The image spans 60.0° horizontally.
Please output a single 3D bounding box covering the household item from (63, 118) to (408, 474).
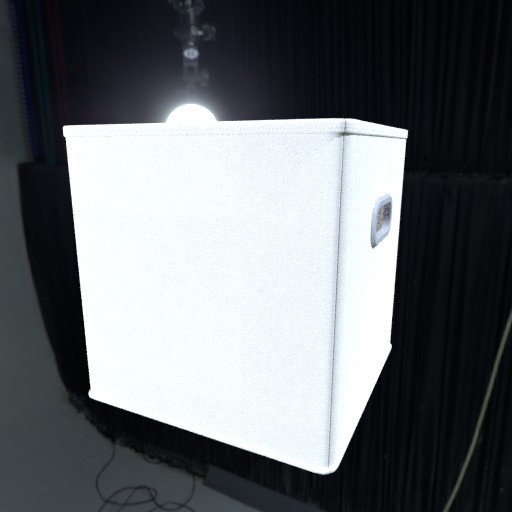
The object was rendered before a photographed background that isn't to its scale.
[{"bbox_3d":[0.000,0.000,0.551,0.305,0.305,0.305,7,16,25],"label":"household item"}]
